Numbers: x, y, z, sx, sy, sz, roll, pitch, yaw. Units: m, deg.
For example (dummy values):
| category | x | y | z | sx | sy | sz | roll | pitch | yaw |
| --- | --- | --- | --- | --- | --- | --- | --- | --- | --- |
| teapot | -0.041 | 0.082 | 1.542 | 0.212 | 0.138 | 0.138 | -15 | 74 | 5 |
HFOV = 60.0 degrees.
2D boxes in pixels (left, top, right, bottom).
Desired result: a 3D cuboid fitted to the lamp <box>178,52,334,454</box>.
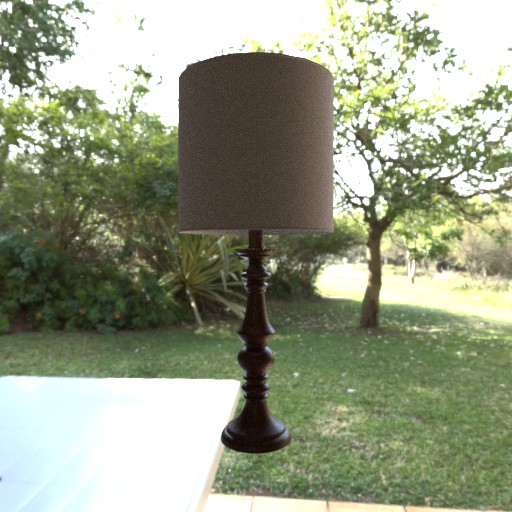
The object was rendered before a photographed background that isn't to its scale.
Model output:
| category | x | y | z | sx | sy | sz | roll | pitch | yaw |
| --- | --- | --- | --- | --- | --- | --- | --- | --- | --- |
| lamp | 0.000 | 0.000 | 0.724 | 0.250 | 0.597 | 0.250 | 0 | 1 | 0 |
